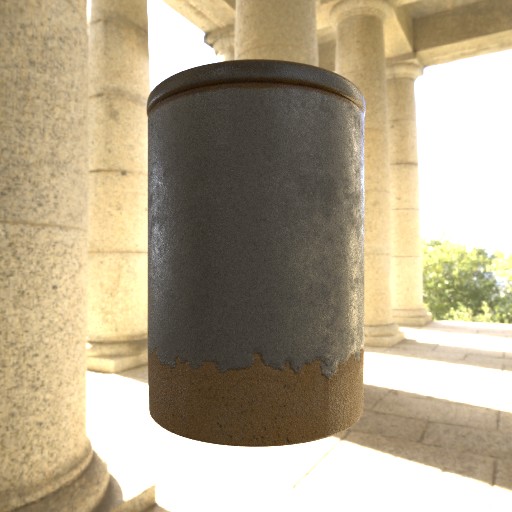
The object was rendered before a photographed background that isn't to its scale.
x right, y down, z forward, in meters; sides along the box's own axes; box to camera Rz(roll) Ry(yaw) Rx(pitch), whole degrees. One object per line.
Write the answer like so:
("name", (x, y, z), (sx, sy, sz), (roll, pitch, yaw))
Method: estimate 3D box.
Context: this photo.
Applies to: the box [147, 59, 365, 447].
("box", (0.000, 0.000, 0.244), (0.118, 0.168, 0.118), (0, -1, 0))
